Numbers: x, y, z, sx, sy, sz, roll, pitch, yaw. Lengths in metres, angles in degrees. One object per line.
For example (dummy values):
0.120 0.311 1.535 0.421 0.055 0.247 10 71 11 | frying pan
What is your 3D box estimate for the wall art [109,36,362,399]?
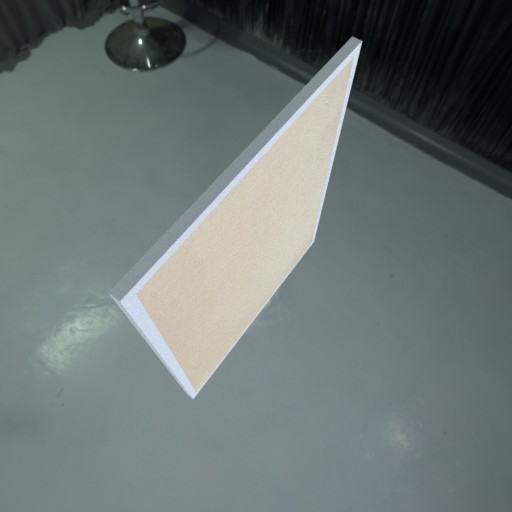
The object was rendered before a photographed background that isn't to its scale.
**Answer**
0.000 0.000 0.625 0.013 0.456 0.382 33 67 16 | wall art
